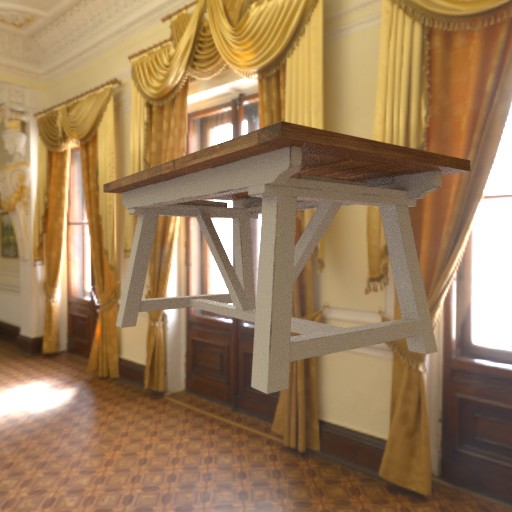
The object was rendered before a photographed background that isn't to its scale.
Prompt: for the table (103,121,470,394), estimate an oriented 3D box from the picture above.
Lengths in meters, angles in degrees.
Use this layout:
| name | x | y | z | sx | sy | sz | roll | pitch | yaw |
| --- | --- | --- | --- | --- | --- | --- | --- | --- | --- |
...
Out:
| name | x | y | z | sx | sy | sz | roll | pitch | yaw |
| --- | --- | --- | --- | --- | --- | --- | --- | --- | --- |
| table | 0.000 | 0.000 | 2.030 | 0.922 | 0.743 | 1.503 | -1 | 2 | -36 |
